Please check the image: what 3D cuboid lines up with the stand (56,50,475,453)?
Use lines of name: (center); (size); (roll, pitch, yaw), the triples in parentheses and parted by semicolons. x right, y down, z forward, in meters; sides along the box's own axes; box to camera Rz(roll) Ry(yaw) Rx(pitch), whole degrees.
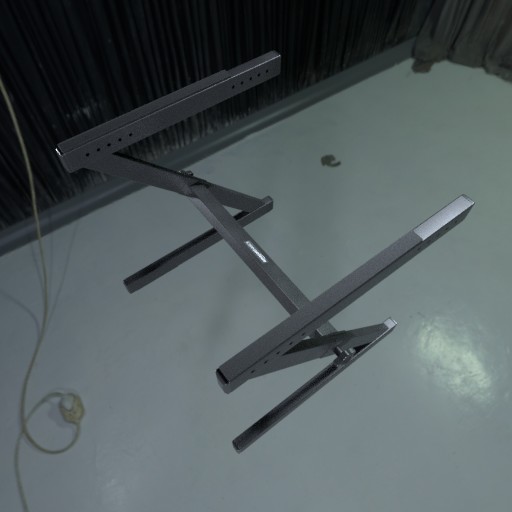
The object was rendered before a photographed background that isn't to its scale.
stand: (0.000, 0.000, 1.139); (0.586, 0.617, 0.700); (-32, 63, -19)
